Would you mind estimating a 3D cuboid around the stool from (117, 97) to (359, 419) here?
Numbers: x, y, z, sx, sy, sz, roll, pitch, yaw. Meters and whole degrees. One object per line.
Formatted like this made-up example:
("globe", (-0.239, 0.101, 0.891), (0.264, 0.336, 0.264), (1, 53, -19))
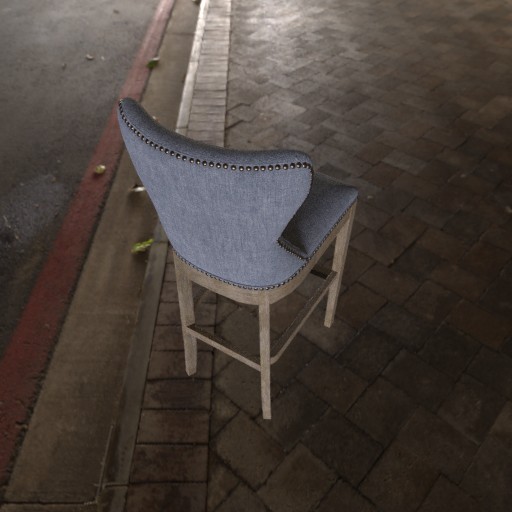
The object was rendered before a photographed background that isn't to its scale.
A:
("stool", (0.000, 0.000, 1.430), (0.494, 1.123, 0.606), (23, 49, 21))
